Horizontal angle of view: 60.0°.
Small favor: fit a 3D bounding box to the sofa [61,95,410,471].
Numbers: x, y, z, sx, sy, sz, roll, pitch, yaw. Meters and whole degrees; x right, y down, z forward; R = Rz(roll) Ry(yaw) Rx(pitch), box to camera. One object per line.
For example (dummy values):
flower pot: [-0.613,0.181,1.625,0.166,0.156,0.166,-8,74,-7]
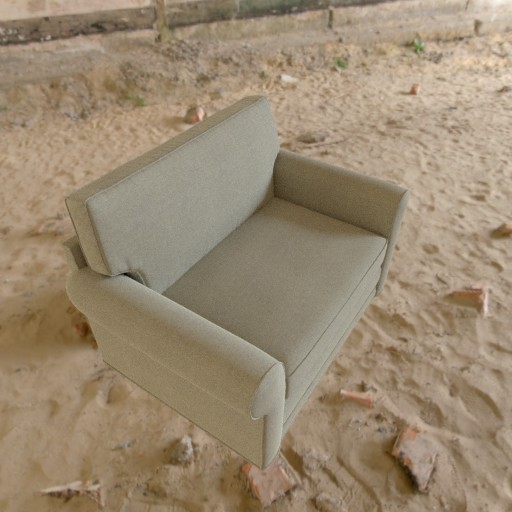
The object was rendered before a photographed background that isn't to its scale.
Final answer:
sofa: [0.000,0.000,2.018,0.936,0.991,1.405,24,46,25]
